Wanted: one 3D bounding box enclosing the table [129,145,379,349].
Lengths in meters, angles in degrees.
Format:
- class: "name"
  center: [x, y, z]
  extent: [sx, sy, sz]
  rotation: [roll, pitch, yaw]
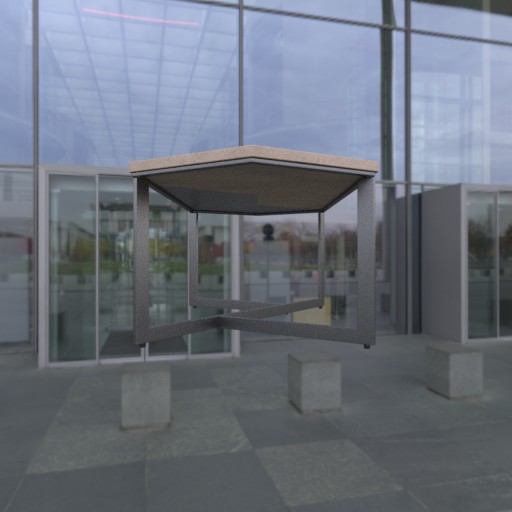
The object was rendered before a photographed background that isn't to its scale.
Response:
- class: "table"
  center: [0.000, 0.000, 1.521]
  extent: [0.609, 0.457, 1.219]
  rotation: [0, 0, 1]
